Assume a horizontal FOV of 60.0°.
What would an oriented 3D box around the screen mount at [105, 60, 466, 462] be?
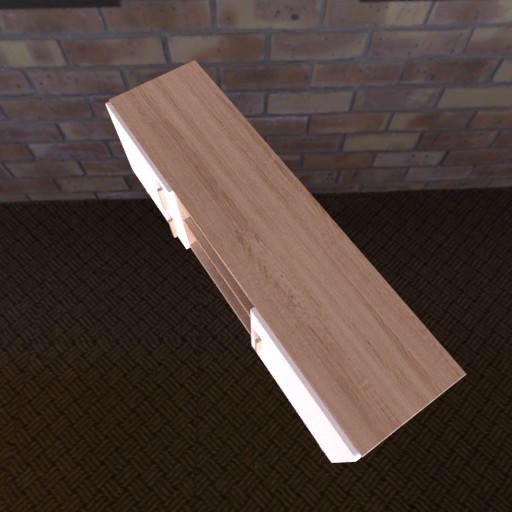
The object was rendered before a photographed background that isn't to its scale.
[{"bbox_3d":[0.000,0.000,1.724,0.420,0.570,1.500,-31,69,-14],"label":"screen mount"}]
